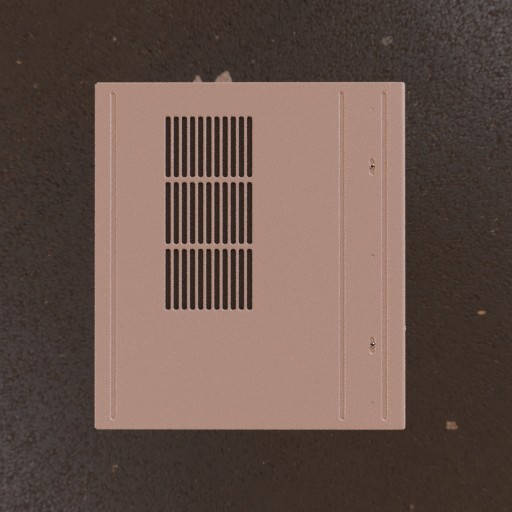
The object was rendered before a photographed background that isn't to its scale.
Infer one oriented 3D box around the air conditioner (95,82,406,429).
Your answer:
[{"bbox_3d":[0.000,0.000,1.045,0.599,0.455,0.645,0,90,0],"label":"air conditioner"}]
